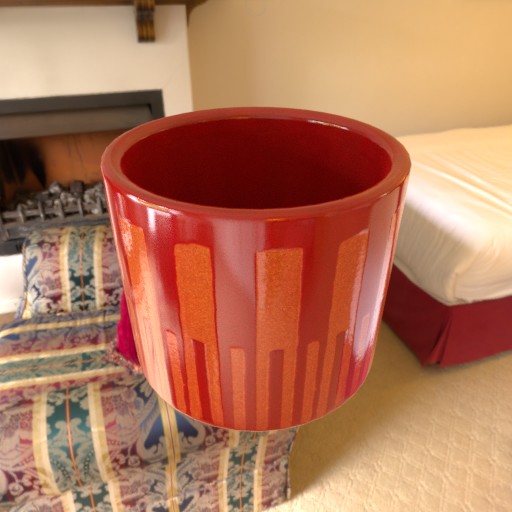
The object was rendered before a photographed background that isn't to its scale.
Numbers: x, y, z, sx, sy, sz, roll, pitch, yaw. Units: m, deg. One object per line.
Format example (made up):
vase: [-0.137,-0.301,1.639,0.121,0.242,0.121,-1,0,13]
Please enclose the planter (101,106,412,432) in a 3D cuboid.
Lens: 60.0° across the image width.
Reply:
planter: [0.000,0.000,0.393,0.230,0.202,0.230,0,33,0]
